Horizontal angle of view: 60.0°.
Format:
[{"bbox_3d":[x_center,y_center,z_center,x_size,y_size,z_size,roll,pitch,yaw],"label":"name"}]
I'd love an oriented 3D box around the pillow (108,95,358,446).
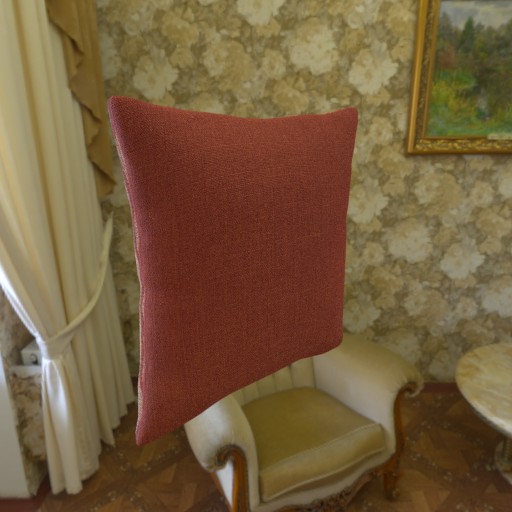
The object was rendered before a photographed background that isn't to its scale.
[{"bbox_3d":[0.000,0.000,0.658,0.429,0.434,0.159,-15,23,-41],"label":"pillow"}]
